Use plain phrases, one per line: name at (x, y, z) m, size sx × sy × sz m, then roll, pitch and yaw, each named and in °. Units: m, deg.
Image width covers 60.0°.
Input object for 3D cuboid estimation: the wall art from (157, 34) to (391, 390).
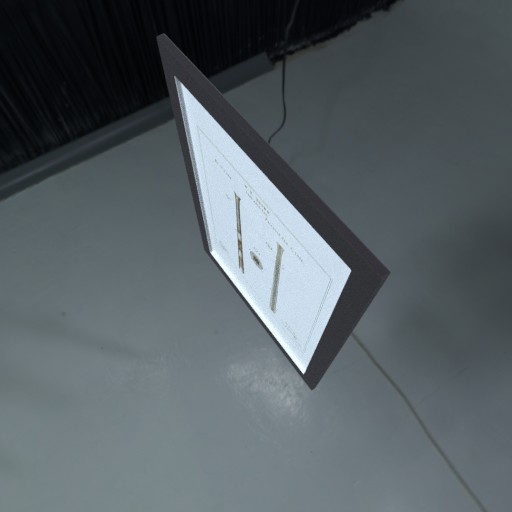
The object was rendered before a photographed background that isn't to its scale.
wall art at (0.000, 0.000, 0.677) m, size 0.012 × 0.529 × 0.374 m, roll -33°, pitch 68°, yaw -15°
